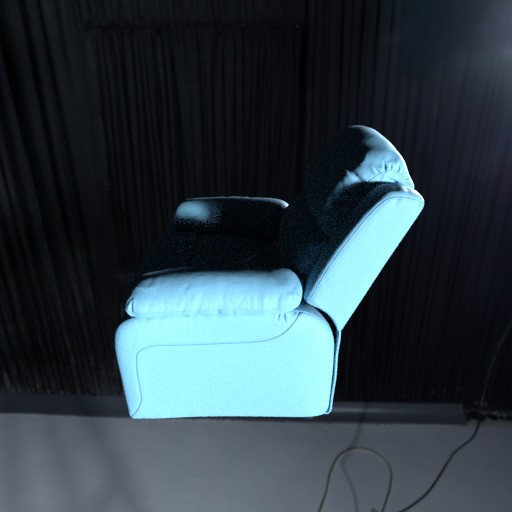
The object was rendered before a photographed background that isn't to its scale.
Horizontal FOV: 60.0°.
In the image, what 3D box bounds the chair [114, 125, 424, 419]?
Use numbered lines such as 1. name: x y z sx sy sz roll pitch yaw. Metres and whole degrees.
1. chair: 0.000 0.000 1.275 0.709 0.702 0.680 1 26 1
